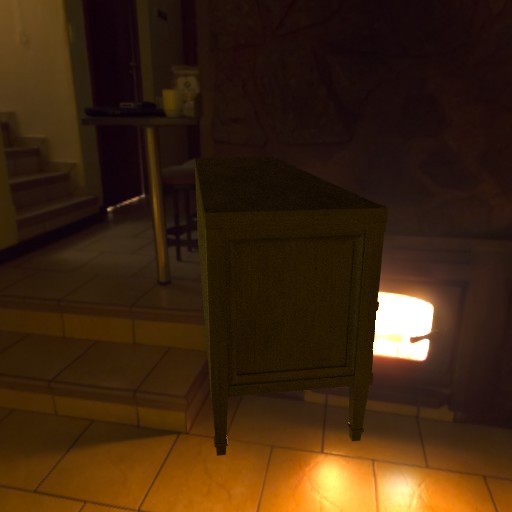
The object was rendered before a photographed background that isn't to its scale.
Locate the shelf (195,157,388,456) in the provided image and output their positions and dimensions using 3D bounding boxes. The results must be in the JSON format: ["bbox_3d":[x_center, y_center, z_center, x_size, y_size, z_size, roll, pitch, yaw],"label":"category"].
[{"bbox_3d":[0.000,0.000,1.941,0.479,0.719,1.575,-2,17,-8],"label":"shelf"}]
